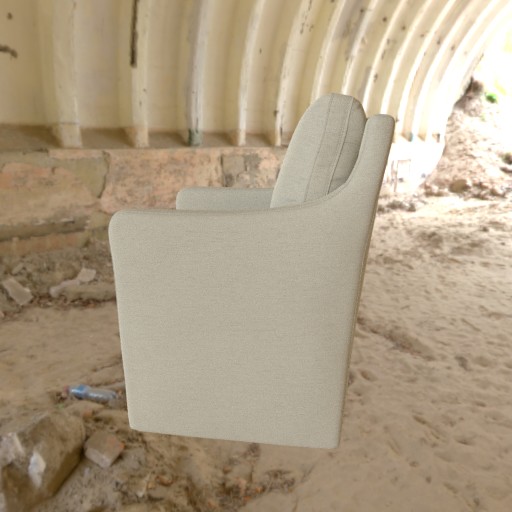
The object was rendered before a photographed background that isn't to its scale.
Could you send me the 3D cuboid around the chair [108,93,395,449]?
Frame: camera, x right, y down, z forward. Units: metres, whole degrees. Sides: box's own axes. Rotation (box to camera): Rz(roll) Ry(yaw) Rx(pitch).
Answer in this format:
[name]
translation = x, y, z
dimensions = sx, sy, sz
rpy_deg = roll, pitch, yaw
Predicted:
[chair]
translation = 0.000, 0.000, 1.376
dimensions = 0.694, 0.914, 0.626
rpy_deg = 2, 15, 8
